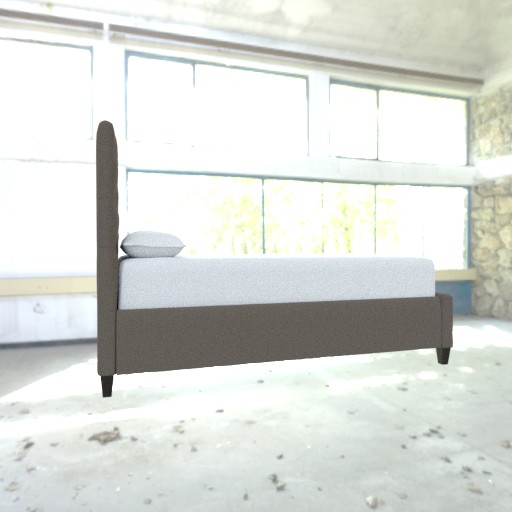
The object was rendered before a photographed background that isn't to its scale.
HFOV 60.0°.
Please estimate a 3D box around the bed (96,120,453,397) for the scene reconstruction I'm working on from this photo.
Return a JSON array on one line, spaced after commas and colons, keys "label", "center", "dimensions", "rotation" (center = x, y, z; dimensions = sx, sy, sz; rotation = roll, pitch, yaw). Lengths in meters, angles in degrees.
[{"label": "bed", "center": [0.000, 0.000, 3.385], "dimensions": [2.233, 1.426, 1.696], "rotation": [0, 1, -18]}]
